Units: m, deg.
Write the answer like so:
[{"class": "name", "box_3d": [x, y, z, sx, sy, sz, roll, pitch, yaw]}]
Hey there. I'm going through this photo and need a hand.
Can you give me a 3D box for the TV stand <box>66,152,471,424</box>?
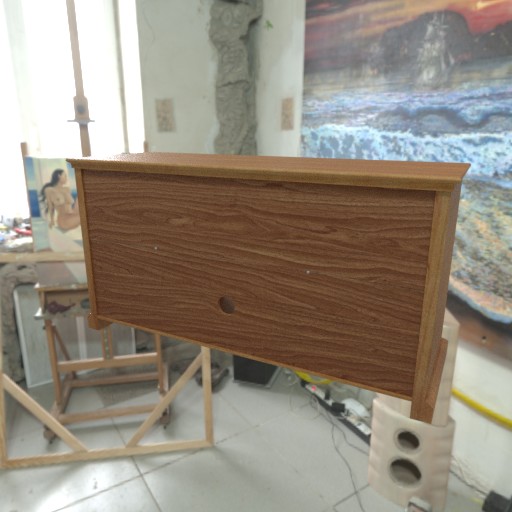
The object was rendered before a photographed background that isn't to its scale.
[{"class": "TV stand", "box_3d": [0.000, 0.000, 1.439, 1.181, 0.607, 0.417, 8, 19, 26]}]
